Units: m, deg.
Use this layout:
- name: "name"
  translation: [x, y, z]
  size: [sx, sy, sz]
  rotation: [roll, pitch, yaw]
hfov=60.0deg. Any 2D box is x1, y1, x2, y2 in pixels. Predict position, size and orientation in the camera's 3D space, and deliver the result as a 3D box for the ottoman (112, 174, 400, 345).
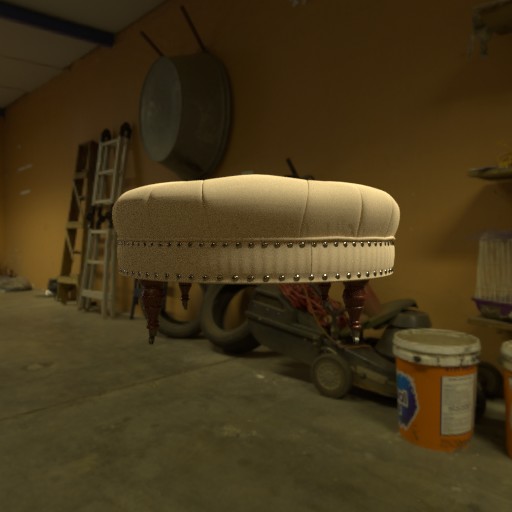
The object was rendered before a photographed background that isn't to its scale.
- name: "ottoman"
  translation: [0.000, 0.000, 1.429]
  size: [0.901, 0.439, 0.901]
  rotation: [0, 2, 0]
